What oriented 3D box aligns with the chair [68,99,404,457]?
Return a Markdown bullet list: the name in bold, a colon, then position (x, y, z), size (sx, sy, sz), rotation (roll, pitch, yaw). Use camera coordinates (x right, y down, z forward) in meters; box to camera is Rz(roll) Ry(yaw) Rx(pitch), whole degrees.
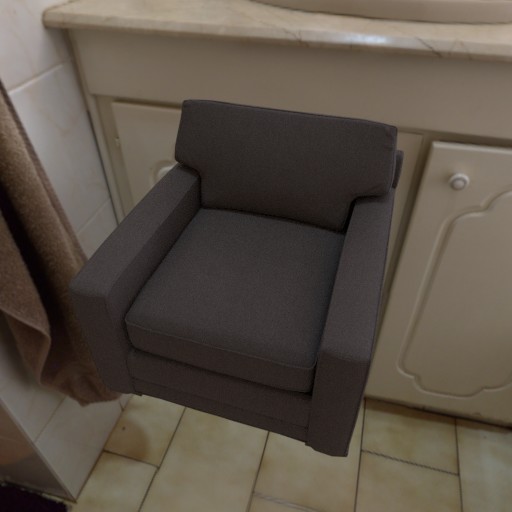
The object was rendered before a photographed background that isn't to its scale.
- **chair**: position (0.000, 0.000, 1.788), size (0.997, 0.913, 1.043), rotation (12, 42, 13)
